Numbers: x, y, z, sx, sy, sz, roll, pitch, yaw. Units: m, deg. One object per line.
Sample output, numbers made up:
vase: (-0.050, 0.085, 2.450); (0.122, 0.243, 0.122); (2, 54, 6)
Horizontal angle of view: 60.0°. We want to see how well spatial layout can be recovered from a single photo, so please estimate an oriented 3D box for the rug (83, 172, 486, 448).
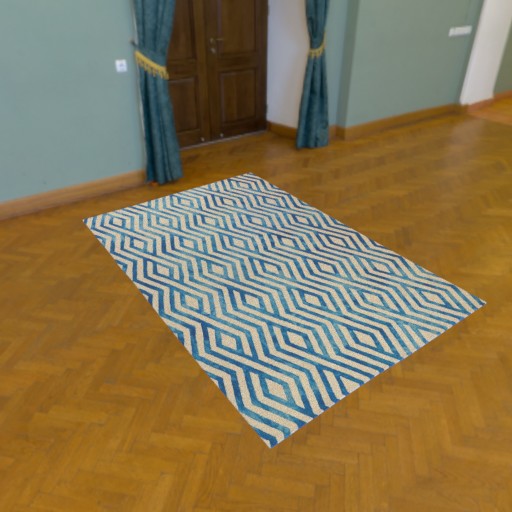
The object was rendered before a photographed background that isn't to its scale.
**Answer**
rug: (0.000, 0.000, 2.304); (1.225, 0.008, 1.830); (-22, 39, -29)
